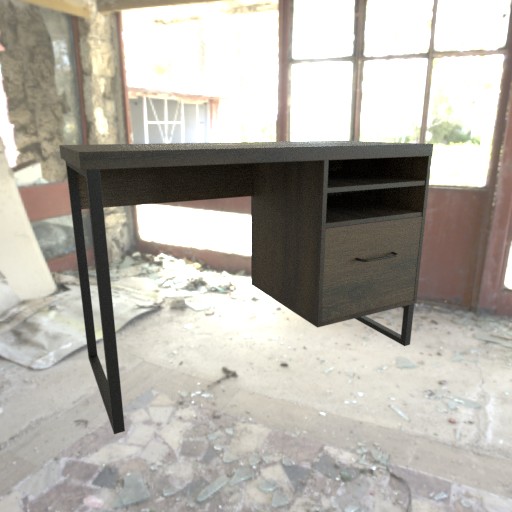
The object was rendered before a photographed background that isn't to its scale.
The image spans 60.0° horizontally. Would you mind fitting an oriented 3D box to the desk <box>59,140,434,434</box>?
[{"bbox_3d":[0.000,0.000,1.542,1.134,0.752,0.511,-8,18,-27],"label":"desk"}]
